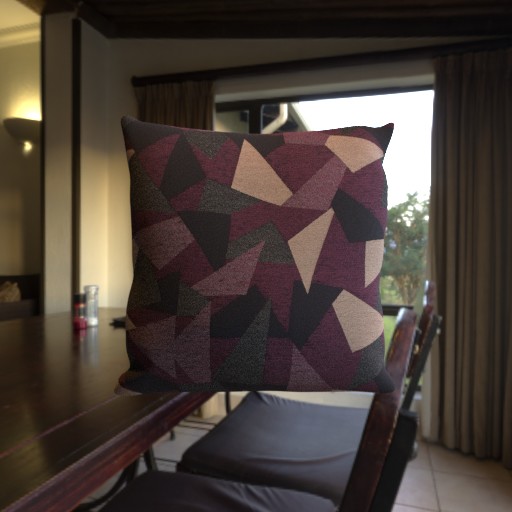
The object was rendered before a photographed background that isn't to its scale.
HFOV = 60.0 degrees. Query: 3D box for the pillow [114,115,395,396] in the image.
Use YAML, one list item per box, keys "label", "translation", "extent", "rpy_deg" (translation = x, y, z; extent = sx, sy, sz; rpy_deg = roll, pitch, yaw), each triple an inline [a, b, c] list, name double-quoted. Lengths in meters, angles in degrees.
- label: "pillow"
  translation: [0.000, 0.000, 0.786]
  extent: [0.503, 0.496, 0.208]
  rpy_deg: [0, 1, -2]
